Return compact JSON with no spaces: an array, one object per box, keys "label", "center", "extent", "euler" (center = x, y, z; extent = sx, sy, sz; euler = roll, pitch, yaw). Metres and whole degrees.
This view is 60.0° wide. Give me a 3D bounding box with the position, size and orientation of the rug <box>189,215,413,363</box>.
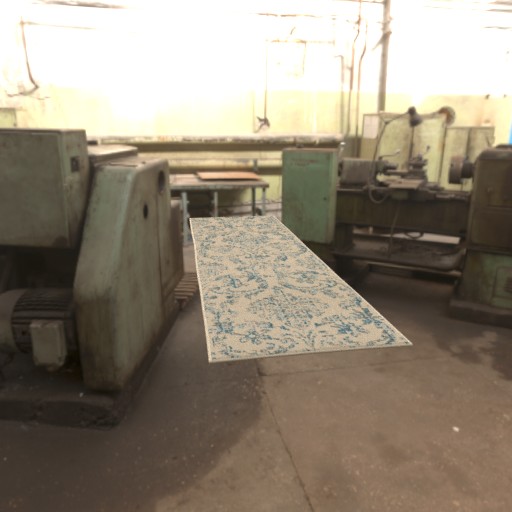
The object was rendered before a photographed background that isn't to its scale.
[{"label":"rug","center":[0.000,0.000,2.421],"extent":[0.662,0.011,2.196],"euler":[-3,17,-9]}]
